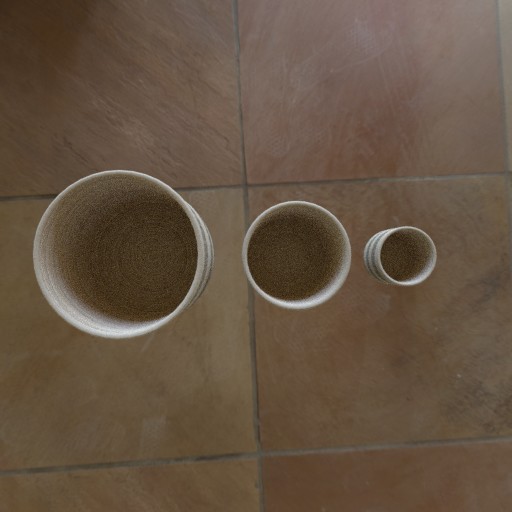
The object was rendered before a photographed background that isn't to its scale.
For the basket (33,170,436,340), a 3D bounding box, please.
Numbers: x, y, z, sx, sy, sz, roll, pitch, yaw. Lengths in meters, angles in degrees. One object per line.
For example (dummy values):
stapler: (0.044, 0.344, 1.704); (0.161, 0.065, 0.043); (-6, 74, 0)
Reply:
basket: (0.000, 0.000, 1.082); (0.917, 0.356, 0.351); (0, 89, -2)
